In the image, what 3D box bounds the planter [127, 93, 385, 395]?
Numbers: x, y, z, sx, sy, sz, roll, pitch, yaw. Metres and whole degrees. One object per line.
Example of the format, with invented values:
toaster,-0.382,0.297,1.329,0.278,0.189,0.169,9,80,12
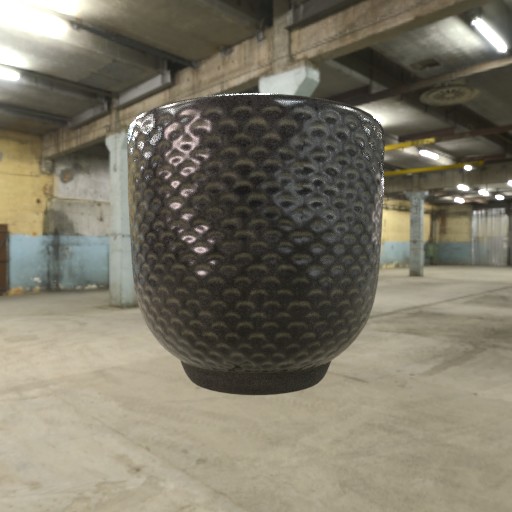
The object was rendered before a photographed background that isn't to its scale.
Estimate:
planter,0.000,0.000,0.353,0.197,0.191,0.197,0,0,0
